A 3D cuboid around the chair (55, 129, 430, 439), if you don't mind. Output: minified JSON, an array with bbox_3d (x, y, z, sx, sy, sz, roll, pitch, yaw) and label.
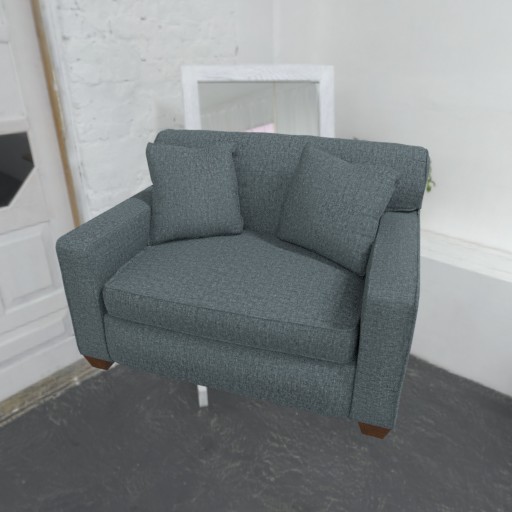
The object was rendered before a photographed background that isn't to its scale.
[{"bbox_3d":[0.000,0.000,2.012,1.383,0.948,1.000,8,28,16],"label":"chair"}]
